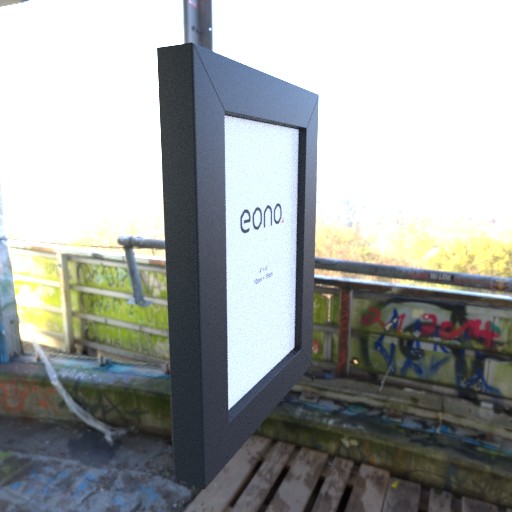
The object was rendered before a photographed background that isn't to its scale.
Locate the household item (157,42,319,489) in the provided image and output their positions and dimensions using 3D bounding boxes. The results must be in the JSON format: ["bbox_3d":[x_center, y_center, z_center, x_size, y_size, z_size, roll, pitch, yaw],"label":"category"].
[{"bbox_3d":[0.000,0.000,0.233,0.022,0.178,0.133,6,13,26],"label":"household item"}]
